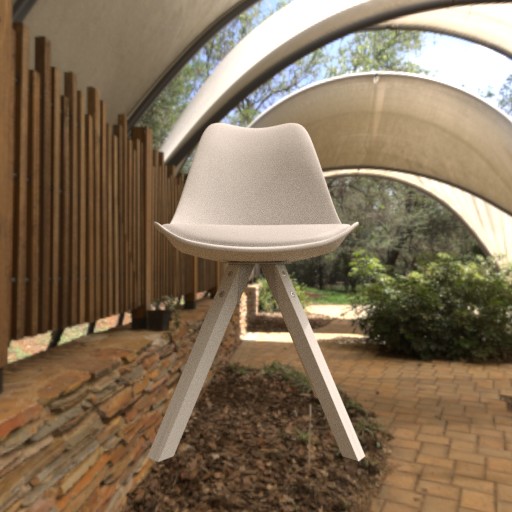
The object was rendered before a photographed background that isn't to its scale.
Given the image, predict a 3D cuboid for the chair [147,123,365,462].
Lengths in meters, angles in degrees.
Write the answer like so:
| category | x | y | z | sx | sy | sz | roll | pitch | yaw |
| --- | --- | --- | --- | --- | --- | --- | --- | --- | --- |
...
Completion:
| category | x | y | z | sx | sy | sz | roll | pitch | yaw |
| --- | --- | --- | --- | --- | --- | --- | --- | --- | --- |
| chair | 0.000 | 0.000 | 1.151 | 0.485 | 0.850 | 0.550 | 0 | -1 | 0 |
